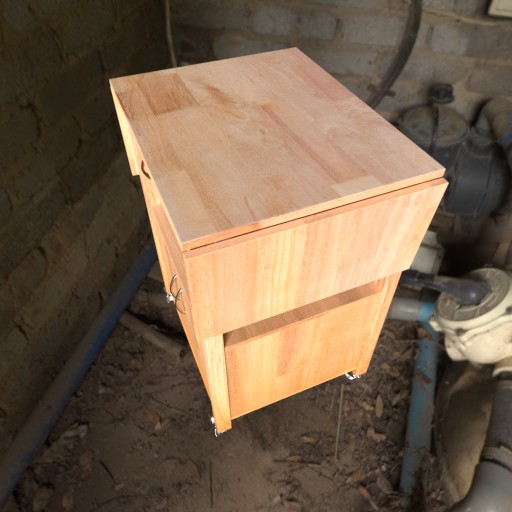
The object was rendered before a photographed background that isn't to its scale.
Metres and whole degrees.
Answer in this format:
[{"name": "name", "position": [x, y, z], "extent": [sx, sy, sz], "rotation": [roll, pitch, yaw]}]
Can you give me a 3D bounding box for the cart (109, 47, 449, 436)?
[{"name": "cart", "position": [0.000, 0.000, 1.232], "extent": [0.508, 0.838, 0.640], "rotation": [-17, 49, -16]}]
